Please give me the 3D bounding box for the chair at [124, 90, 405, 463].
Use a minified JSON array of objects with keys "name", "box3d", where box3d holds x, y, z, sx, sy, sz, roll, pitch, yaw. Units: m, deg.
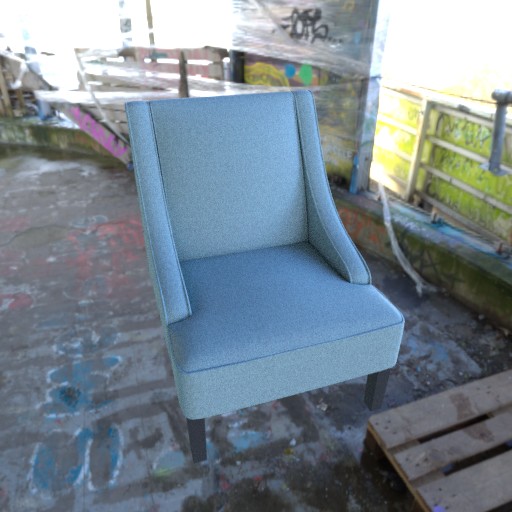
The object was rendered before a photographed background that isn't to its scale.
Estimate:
[{"name":"chair","box3d":[0.000,0.000,1.876,0.857,1.133,1.025,-10,32,-16]}]
